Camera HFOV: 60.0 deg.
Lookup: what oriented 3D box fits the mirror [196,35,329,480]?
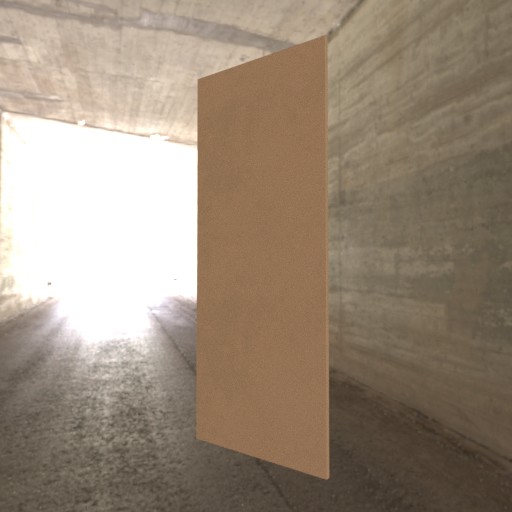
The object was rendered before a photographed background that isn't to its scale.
[{"bbox_3d":[0.000,0.000,2.277,0.812,2.031,0.026,-1,-2,37],"label":"mirror"}]
